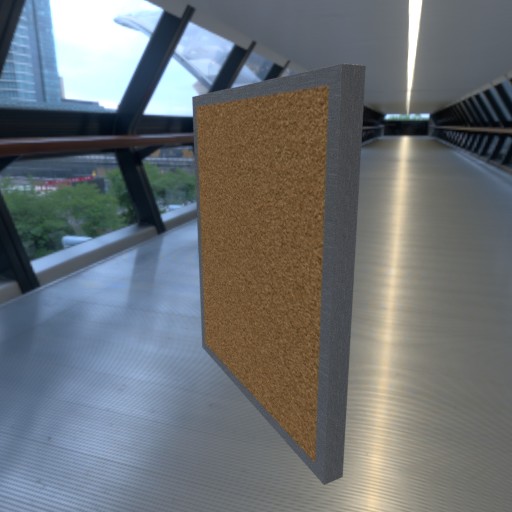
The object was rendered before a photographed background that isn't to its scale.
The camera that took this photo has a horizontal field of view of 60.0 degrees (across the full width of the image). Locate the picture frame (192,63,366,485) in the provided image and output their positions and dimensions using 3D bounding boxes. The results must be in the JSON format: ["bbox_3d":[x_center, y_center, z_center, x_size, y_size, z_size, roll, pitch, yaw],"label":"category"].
[{"bbox_3d":[0.000,0.000,0.525,0.027,0.378,0.327,-8,17,-27],"label":"picture frame"}]
